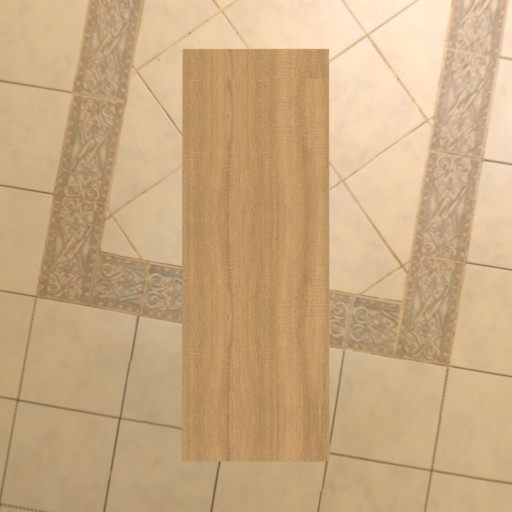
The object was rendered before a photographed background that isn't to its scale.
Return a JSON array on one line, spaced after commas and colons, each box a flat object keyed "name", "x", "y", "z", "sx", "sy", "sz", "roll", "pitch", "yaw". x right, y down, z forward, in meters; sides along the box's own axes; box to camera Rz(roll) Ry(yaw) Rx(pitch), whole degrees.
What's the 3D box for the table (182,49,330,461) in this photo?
[{"name": "table", "x": 0.000, "y": 0.000, "z": 1.886, "sx": 0.398, "sy": 1.388, "sz": 1.111, "roll": 0, "pitch": 90, "yaw": 0}]
